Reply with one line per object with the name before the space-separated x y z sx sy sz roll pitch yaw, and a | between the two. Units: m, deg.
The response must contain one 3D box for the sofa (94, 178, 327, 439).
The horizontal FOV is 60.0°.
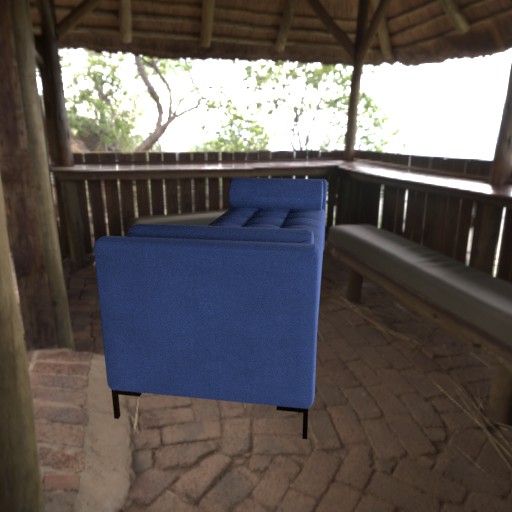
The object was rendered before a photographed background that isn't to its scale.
sofa | 0.000 0.000 2.303 0.686 0.635 1.981 3 16 9
